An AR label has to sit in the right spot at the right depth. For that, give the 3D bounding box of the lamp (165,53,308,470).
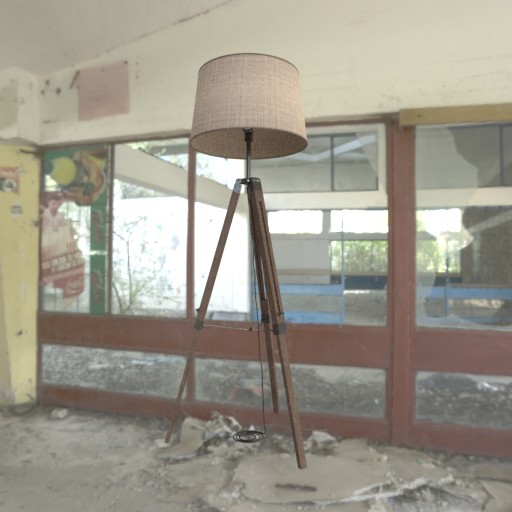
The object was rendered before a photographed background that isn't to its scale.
[{"bbox_3d":[0.000,0.000,1.816,0.604,1.510,0.587,1,-1,-37],"label":"lamp"}]
